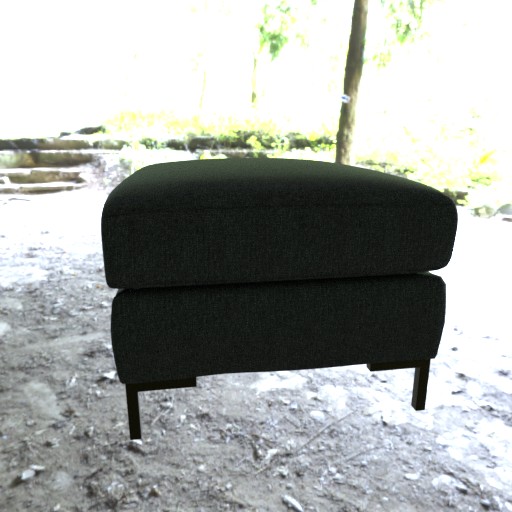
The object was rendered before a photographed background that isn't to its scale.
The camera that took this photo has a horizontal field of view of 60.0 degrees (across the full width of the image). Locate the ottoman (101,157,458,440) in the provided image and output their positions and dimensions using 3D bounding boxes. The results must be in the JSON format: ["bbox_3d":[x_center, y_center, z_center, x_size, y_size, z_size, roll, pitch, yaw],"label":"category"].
[{"bbox_3d":[0.000,0.000,1.256,0.695,0.533,0.831,-2,16,-9],"label":"ottoman"}]
